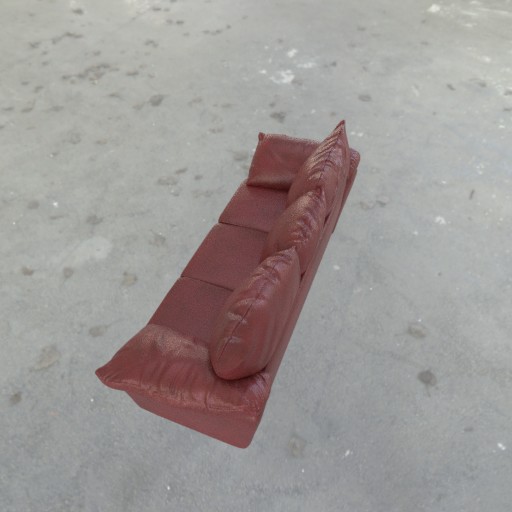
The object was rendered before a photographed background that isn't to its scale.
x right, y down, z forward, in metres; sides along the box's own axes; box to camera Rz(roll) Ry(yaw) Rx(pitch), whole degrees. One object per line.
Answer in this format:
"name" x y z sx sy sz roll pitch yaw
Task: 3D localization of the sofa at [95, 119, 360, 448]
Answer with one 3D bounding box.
"sofa" 0.000 0.000 2.962 0.907 1.091 2.390 16 48 15
